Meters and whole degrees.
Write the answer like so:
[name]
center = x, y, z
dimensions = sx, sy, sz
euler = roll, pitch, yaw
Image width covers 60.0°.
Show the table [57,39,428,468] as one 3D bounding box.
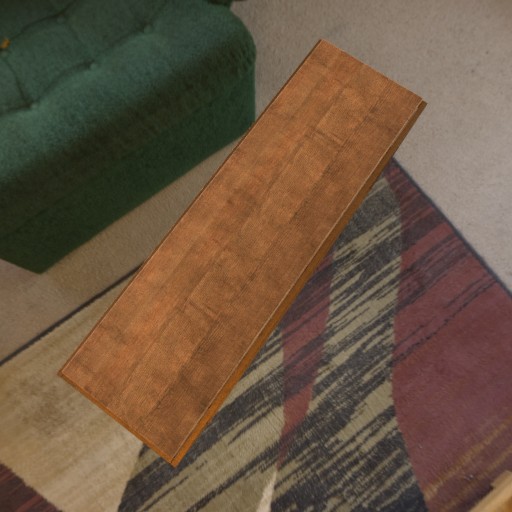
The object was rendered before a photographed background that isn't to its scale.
[table]
center = 0.000, 0.000, 1.762
dimensions = 0.440, 0.820, 1.400
euler = 35, 79, 8
